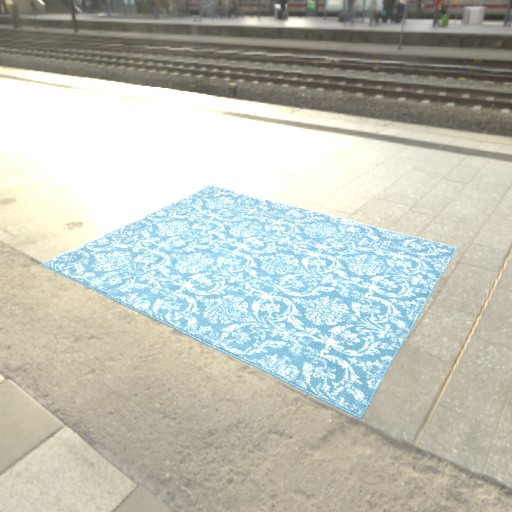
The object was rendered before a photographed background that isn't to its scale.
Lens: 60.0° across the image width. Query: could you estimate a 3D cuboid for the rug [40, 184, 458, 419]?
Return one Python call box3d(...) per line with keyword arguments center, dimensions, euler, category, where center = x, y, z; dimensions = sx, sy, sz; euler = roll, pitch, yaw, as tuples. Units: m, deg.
box3d(center=(0.000, 0.000, 4.021), dimensions=(2.980, 0.012, 2.363), euler=(18, 35, 29), category="rug")
